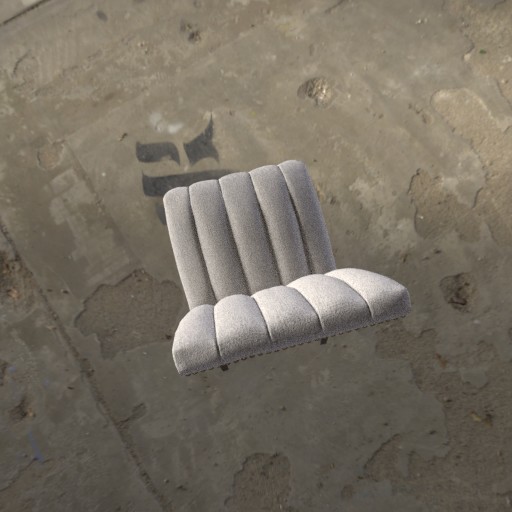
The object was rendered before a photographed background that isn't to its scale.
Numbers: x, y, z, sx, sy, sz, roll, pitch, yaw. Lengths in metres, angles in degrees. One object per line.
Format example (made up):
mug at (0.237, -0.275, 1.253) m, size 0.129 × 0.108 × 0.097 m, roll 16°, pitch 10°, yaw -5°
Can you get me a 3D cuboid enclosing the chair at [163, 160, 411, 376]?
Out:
chair at (0.000, 0.000, 1.410) m, size 0.511 × 1.016 × 0.647 m, roll -14°, pitch 75°, yaw -4°
